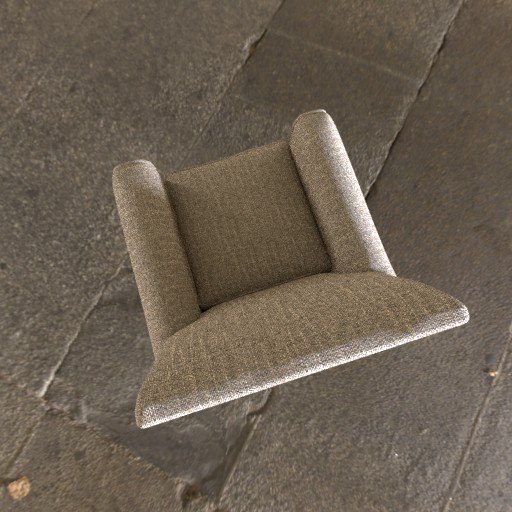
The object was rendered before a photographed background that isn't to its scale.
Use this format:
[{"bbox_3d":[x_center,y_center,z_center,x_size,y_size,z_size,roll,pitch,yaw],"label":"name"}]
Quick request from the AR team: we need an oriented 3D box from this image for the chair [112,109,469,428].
[{"bbox_3d":[0.000,0.000,1.617,0.864,0.928,0.873,-17,76,-4],"label":"chair"}]
